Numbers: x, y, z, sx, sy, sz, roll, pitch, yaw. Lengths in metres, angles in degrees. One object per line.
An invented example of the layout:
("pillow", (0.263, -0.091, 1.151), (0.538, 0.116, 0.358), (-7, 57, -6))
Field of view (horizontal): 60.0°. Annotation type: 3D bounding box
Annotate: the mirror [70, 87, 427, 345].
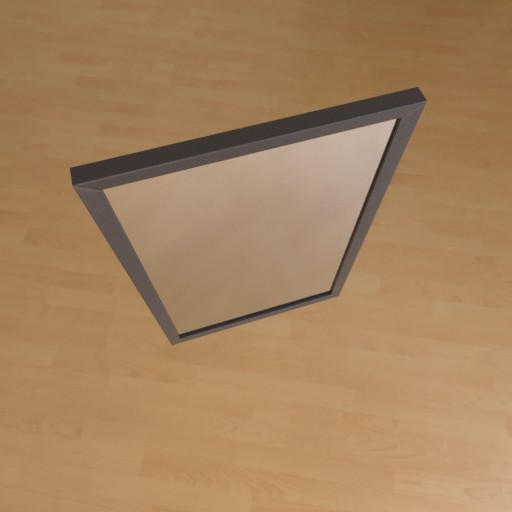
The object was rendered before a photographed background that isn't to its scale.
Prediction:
("mirror", (0.000, 0.000, 1.145), (0.609, 0.915, 0.040), (-15, 64, -8))
